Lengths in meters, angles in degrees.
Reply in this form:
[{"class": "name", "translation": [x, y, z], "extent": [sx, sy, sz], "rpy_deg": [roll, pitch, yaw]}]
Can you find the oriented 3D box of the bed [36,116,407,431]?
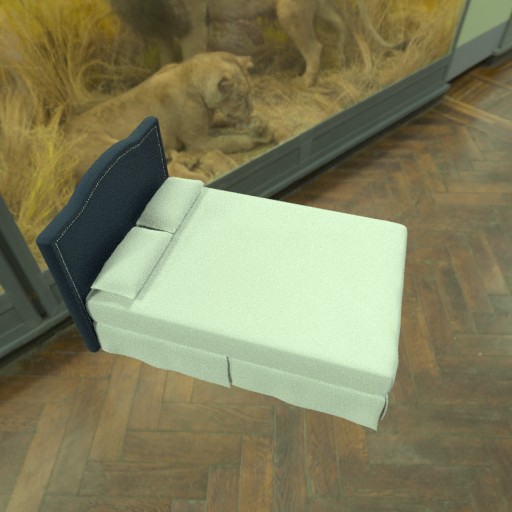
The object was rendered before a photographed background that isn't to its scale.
[{"class": "bed", "translation": [0.000, 0.000, 3.636], "extent": [2.507, 1.441, 1.741], "rpy_deg": [12, 48, 11]}]
